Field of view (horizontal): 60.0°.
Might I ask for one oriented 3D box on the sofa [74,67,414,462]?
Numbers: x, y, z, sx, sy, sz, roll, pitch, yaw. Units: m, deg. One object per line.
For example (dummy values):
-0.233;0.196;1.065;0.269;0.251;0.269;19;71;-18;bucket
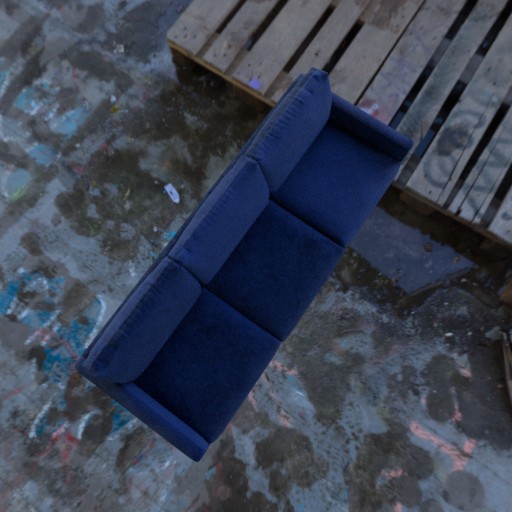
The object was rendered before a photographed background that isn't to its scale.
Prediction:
0.000;0.000;2.722;0.875;0.879;2.252;34;79;8;sofa
